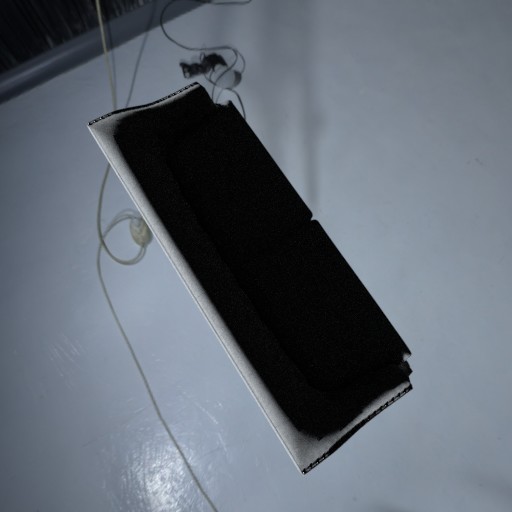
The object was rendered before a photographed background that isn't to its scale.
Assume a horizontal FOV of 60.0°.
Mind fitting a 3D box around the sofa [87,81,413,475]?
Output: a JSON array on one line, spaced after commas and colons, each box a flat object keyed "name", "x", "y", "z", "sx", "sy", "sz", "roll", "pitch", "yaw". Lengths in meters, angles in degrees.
[{"name": "sofa", "x": 0.000, "y": 0.000, "z": 2.778, "sx": 0.914, "sy": 0.901, "sz": 2.235, "roll": -32, "pitch": 78, "yaw": -8}]
